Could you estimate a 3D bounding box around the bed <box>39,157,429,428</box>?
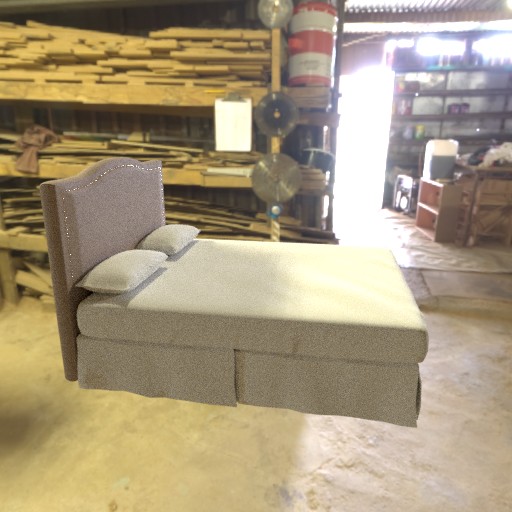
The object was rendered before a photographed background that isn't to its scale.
[{"bbox_3d":[0.000,0.000,3.370,2.282,1.436,1.821,3,17,9],"label":"bed"}]
